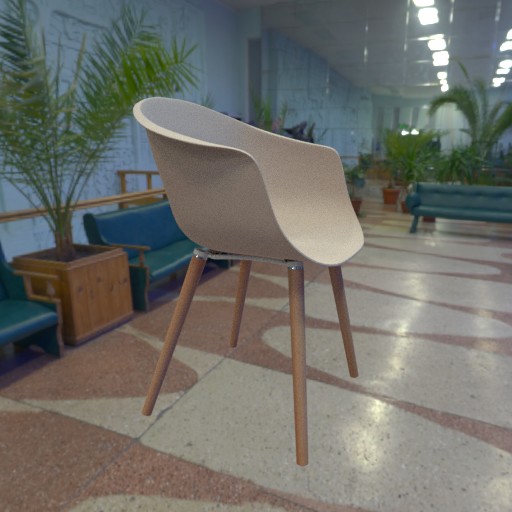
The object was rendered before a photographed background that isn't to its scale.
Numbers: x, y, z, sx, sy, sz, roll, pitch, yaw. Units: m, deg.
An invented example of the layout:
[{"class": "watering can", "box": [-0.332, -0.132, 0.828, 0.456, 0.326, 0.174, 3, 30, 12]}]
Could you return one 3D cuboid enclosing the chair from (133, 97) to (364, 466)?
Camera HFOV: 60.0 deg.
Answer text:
[{"class": "chair", "box": [0.000, 0.000, 1.129, 0.504, 0.781, 0.593, 7, 16, 26]}]
